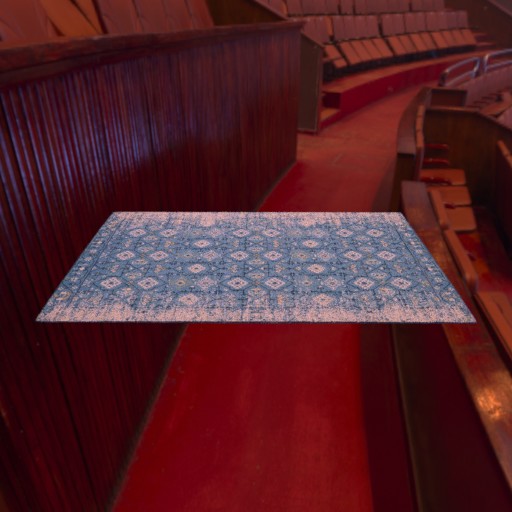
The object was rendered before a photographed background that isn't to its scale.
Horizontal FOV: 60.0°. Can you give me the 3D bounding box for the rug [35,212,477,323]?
[{"bbox_3d":[0.000,0.000,2.259,1.795,0.008,1.102,0,29,0],"label":"rug"}]
